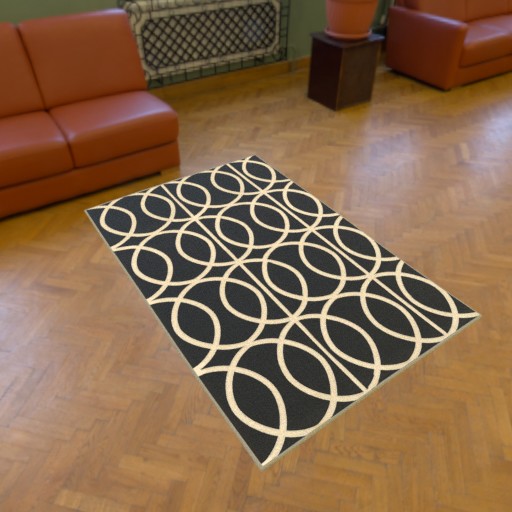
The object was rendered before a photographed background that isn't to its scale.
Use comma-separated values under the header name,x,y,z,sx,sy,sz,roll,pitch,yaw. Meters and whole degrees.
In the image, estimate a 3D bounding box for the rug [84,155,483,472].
name,x,y,z,sx,sy,sz,roll,pitch,yaw
rug,0.000,0.000,2.877,1.528,0.014,2.294,-24,46,-25
